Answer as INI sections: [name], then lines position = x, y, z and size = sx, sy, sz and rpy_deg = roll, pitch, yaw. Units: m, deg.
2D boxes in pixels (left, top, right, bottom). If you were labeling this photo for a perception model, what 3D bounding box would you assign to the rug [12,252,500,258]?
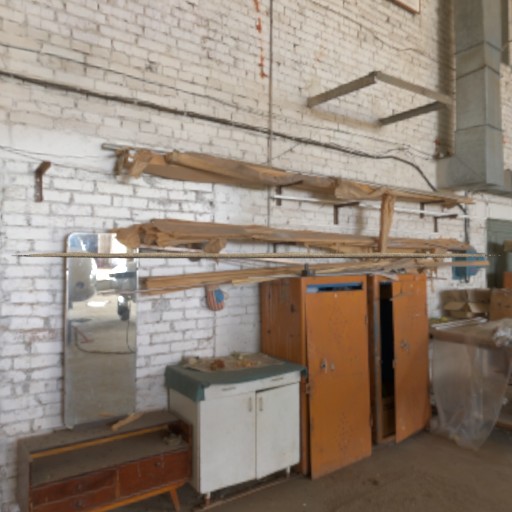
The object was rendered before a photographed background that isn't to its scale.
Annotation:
[rug]
position = 0.000, 0.000, 2.955
size = 2.434, 0.027, 1.529
rpy_deg = 0, -1, -1
